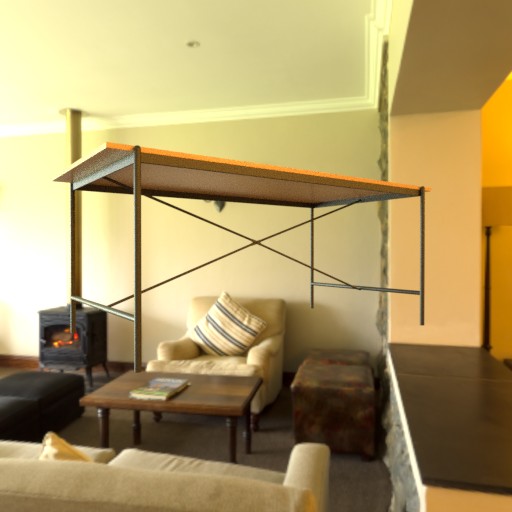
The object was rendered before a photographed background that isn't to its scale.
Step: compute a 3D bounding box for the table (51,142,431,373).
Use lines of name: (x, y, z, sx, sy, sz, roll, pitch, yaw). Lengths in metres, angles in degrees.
table: (0.000, 0.000, 2.305, 1.800, 0.758, 0.900, 0, 1, -36)
